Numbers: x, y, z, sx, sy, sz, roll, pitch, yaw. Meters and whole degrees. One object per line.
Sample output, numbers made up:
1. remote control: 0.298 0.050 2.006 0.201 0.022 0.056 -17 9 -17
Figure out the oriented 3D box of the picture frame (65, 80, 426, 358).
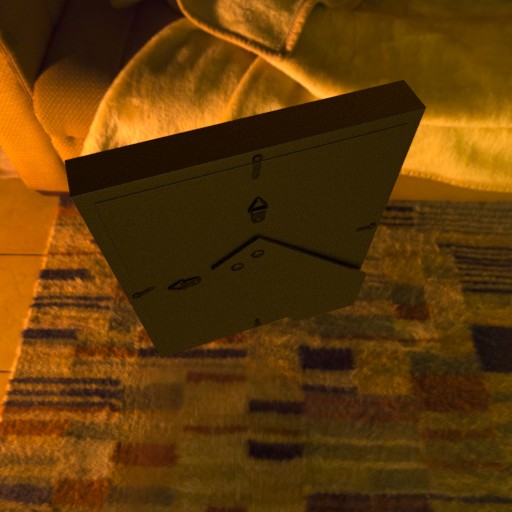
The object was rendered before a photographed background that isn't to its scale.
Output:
1. picture frame: 0.000 0.000 0.400 0.232 0.284 0.042 -16 60 -10
